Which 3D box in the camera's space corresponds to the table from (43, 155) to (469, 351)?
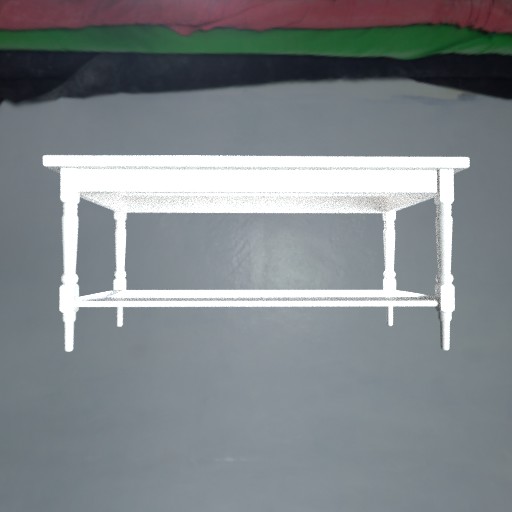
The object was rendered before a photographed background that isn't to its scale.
[{"bbox_3d":[0.000,0.000,1.418,1.107,0.510,0.550,0,-1,-1],"label":"table"}]
